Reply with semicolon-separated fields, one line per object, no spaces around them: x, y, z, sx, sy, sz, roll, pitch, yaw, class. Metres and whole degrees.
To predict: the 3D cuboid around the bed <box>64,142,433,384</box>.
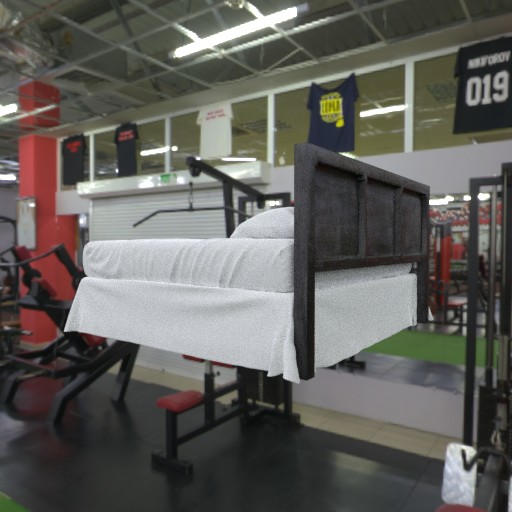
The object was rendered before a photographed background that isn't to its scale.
0.000;0.000;3.561;2.165;1.158;2.255;1;2;37;bed
